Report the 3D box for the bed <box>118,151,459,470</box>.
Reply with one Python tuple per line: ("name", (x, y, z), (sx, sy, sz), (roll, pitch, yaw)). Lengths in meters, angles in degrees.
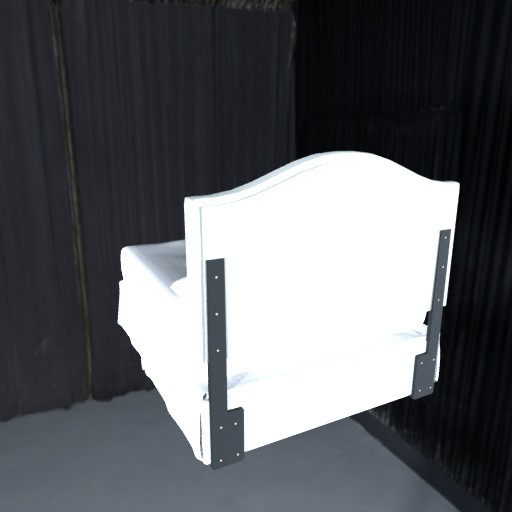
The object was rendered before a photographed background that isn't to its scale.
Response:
("bed", (0.000, 0.000, 3.395), (1.813, 1.607, 2.180), (-7, 16, -26))
